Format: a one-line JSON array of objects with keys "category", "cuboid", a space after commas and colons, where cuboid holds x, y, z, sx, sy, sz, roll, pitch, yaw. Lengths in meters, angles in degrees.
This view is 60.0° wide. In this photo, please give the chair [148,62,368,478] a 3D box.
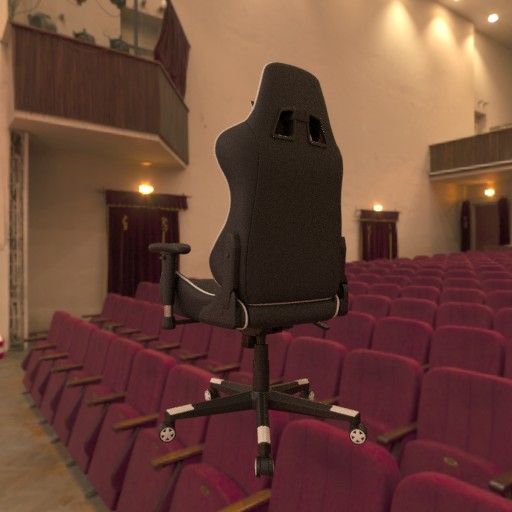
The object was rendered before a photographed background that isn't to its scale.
[{"category": "chair", "cuboid": [0.000, 0.000, 1.613, 0.700, 1.240, 0.700, 0, 1, -36]}]
